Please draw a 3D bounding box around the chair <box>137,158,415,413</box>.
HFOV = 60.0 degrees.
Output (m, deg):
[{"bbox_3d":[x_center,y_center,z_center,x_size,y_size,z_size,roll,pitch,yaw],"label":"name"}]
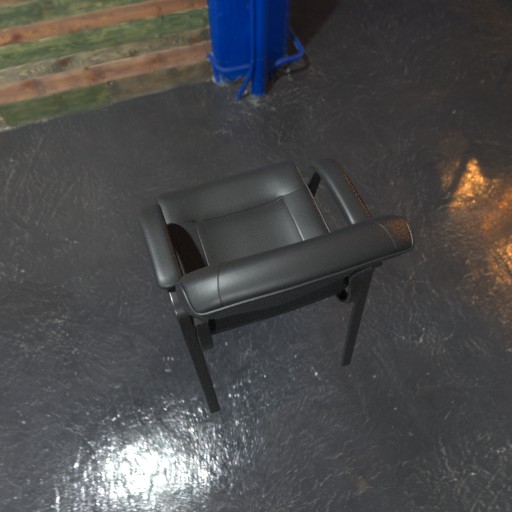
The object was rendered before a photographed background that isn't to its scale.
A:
[{"bbox_3d":[0.000,0.000,1.335,0.591,0.910,0.668,-17,60,-10],"label":"chair"}]
